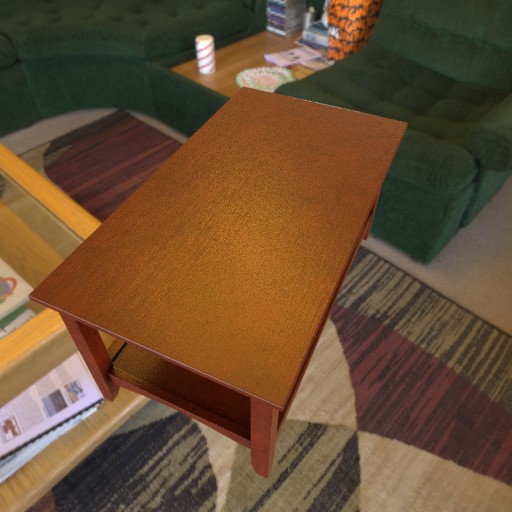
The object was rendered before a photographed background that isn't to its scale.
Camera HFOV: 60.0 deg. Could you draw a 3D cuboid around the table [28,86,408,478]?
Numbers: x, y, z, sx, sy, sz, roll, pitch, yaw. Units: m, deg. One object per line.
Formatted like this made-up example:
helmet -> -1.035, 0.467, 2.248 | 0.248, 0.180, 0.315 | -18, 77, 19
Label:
table -> 0.000, 0.000, 1.234 | 0.533, 0.456, 0.943 | 19, 50, 17
